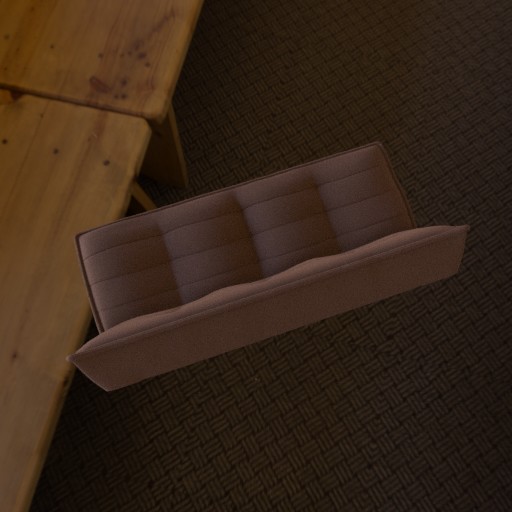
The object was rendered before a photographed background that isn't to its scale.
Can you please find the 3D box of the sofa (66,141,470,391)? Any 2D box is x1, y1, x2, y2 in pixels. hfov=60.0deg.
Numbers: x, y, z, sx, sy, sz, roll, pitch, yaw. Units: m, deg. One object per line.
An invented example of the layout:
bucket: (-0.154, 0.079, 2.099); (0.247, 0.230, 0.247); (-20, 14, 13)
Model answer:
sofa: (0.000, 0.000, 2.496); (1.940, 0.890, 0.950); (-18, 75, -5)
